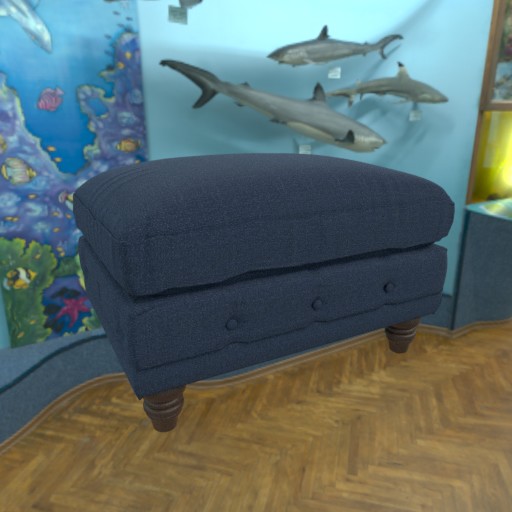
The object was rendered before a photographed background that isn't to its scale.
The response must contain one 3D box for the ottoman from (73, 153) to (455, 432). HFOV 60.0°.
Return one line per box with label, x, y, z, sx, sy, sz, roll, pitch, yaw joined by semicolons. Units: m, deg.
ottoman;0.000;0.000;1.100;0.767;0.486;0.558;-9;19;-27
